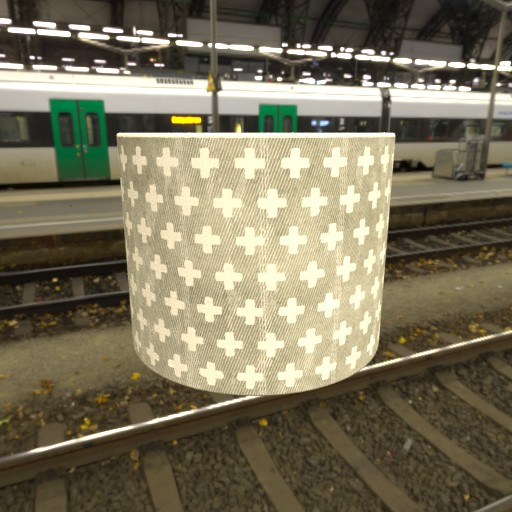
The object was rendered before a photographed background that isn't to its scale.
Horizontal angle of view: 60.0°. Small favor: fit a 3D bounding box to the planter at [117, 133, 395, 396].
[{"bbox_3d":[0.000,0.000,0.447,0.250,0.239,0.250,0,15,0],"label":"planter"}]
